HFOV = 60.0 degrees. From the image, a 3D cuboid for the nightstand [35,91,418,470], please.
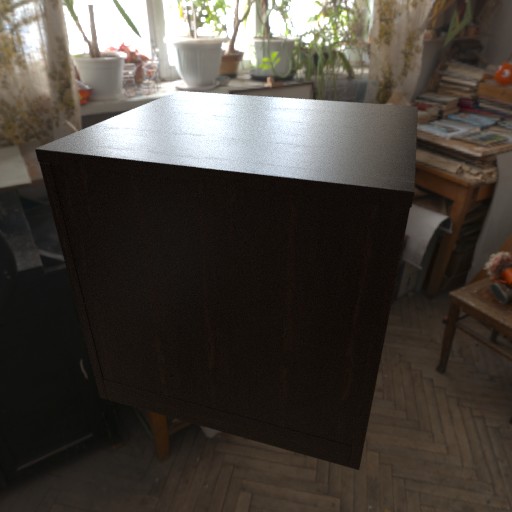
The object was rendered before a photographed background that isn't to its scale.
[{"bbox_3d":[0.000,0.000,0.830,0.489,0.487,0.427,9,32,15],"label":"nightstand"}]
